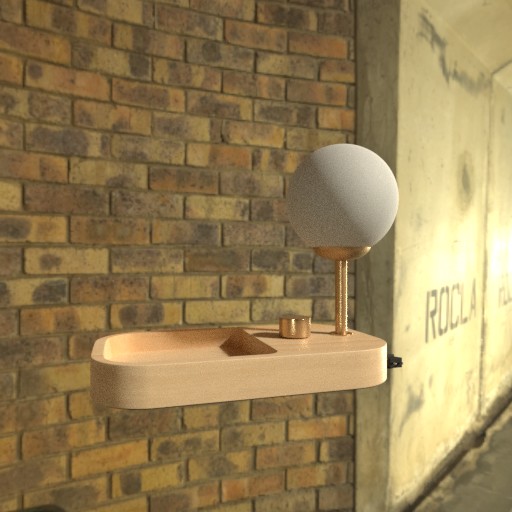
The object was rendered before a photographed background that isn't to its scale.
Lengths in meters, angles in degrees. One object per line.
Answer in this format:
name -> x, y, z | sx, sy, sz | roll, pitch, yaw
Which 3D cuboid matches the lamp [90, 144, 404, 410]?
lamp -> 0.000, 0.000, 0.477 | 0.331, 0.253, 0.173 | 0, 0, -17
